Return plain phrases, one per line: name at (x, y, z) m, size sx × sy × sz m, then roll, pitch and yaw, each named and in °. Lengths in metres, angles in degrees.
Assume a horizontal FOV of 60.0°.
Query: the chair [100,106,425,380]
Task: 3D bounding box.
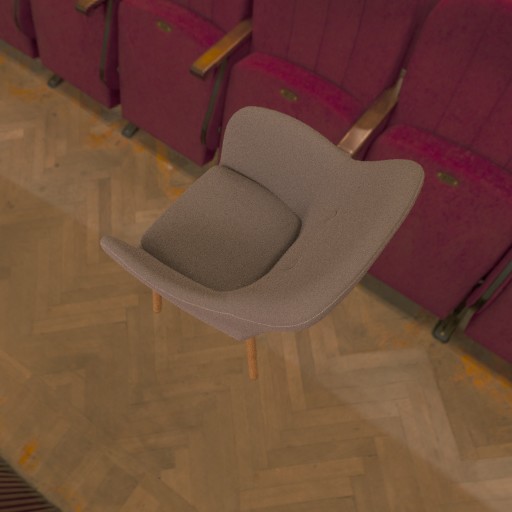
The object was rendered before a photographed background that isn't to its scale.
chair at (0.000, 0.000, 1.223) m, size 0.590 × 0.830 × 0.570 m, roll 34°, pitch 68°, yaw 16°
